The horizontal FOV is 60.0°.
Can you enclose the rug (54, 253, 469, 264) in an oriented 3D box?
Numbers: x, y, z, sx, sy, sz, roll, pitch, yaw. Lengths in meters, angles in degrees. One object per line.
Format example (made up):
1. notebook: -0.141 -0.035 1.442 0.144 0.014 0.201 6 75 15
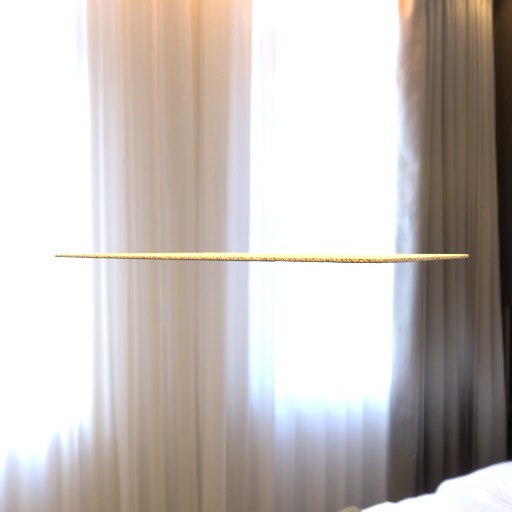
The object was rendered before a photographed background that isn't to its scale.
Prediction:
1. rug: 0.000 0.000 3.431 2.698 0.025 1.798 1 1 37
